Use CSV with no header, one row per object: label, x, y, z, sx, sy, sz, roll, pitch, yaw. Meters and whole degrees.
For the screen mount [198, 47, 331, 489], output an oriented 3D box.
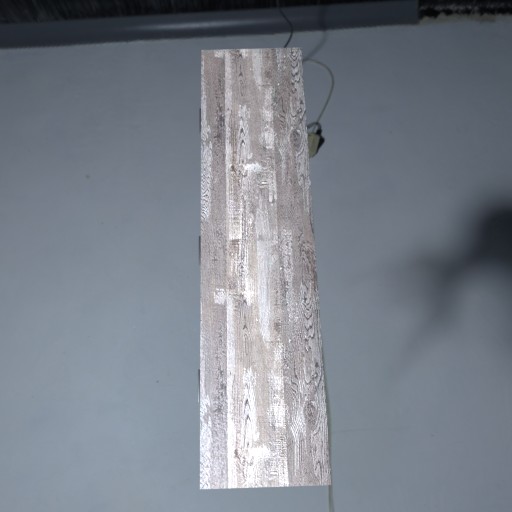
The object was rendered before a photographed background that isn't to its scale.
screen mount,0.000,0.000,1.712,0.395,0.450,1.524,-2,75,0
